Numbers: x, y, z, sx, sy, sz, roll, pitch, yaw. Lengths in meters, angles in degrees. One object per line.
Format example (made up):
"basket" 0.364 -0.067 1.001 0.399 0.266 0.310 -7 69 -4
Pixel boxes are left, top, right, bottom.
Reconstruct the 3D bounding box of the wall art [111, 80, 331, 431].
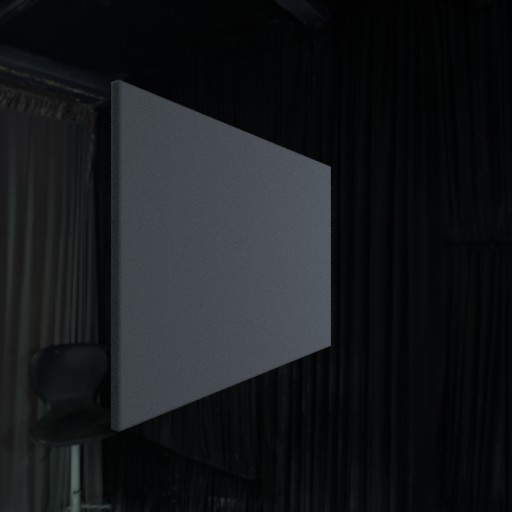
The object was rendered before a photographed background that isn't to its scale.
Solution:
"wall art" 0.000 0.000 1.239 0.049 0.659 0.964 0 0 35
